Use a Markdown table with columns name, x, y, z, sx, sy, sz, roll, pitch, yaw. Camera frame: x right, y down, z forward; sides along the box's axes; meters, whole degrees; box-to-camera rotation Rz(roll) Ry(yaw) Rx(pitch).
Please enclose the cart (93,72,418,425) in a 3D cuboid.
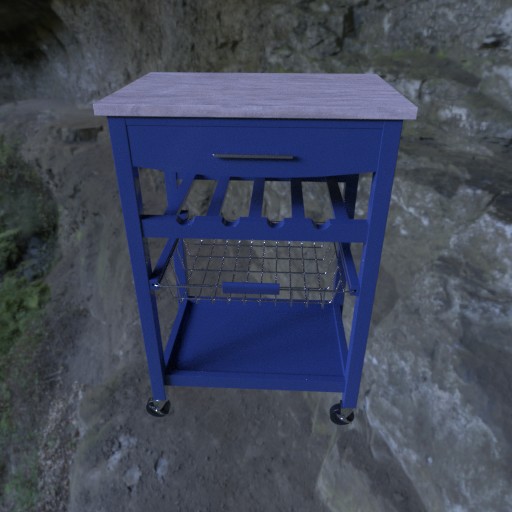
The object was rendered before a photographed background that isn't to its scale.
| name | x | y | z | sx | sy | sz | roll | pitch | yaw |
| --- | --- | --- | --- | --- | --- | --- | --- | --- | --- |
| cart | 0.000 | 0.000 | 1.160 | 0.584 | 0.839 | 0.403 | 2 | 30 | 3 |
